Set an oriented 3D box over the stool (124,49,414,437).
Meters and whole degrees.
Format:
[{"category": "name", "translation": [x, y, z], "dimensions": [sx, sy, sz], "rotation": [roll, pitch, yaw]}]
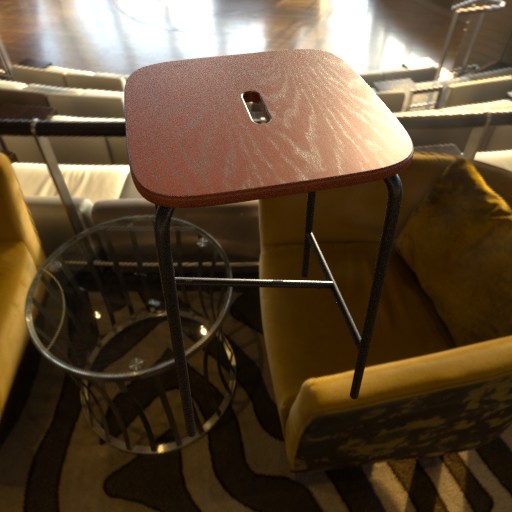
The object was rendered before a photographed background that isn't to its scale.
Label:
[{"category": "stool", "translation": [0.000, 0.000, 0.841], "dimensions": [0.376, 0.610, 0.376], "rotation": [-10, 48, -9]}]
